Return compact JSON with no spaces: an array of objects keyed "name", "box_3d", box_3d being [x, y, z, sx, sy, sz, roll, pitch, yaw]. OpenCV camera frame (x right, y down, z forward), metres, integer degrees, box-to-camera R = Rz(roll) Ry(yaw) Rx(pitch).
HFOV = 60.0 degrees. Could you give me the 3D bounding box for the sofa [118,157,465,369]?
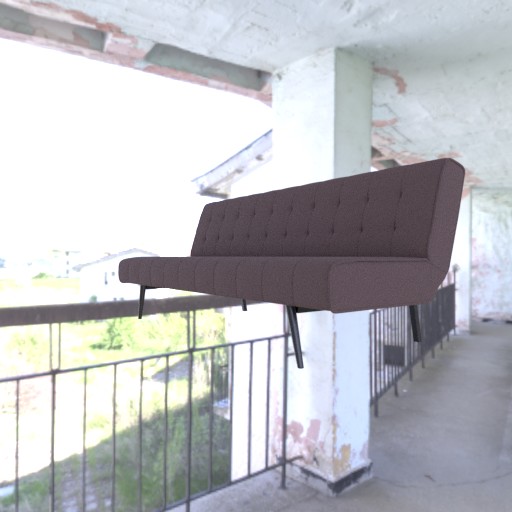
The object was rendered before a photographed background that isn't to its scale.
[{"name":"sofa","box_3d":[0.000,0.000,2.110,0.747,0.699,1.703,0,0,-36]}]
